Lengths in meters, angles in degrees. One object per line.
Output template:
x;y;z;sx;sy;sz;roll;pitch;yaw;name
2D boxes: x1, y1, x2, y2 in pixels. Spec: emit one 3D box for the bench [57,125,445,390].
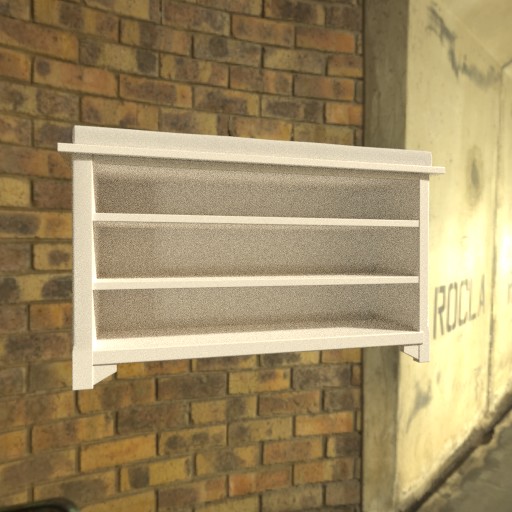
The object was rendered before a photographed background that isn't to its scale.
0.000;0.000;1.257;0.987;0.589;0.346;0;0;-16;bench
